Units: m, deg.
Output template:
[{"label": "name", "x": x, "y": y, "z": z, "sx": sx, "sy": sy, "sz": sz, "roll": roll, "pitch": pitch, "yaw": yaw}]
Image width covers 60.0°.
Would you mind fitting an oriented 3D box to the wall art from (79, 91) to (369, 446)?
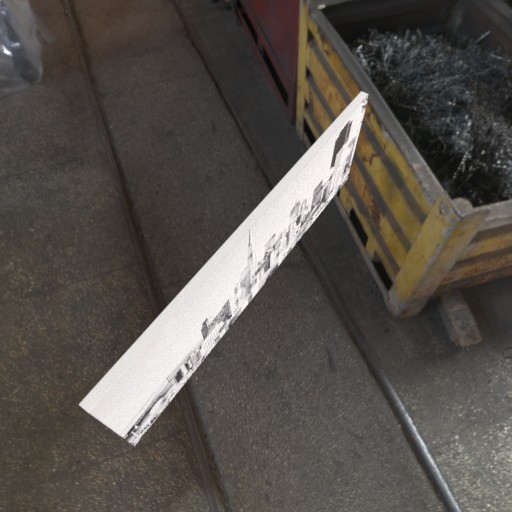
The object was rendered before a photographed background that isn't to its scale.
[{"label": "wall art", "x": 0.000, "y": 0.000, "z": 1.675, "sx": 0.039, "sy": 0.507, "sz": 1.520, "roll": 31, "pitch": 63, "yaw": 18}]
